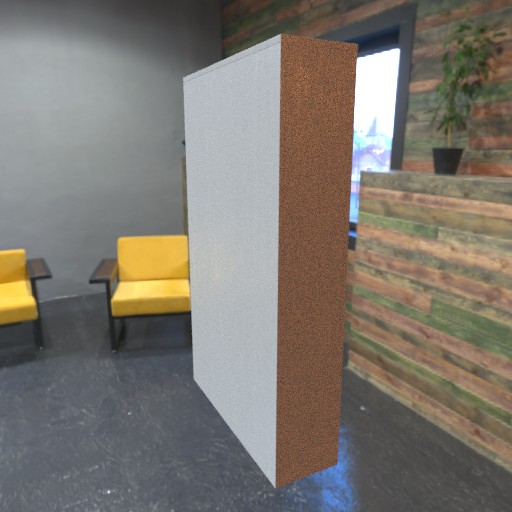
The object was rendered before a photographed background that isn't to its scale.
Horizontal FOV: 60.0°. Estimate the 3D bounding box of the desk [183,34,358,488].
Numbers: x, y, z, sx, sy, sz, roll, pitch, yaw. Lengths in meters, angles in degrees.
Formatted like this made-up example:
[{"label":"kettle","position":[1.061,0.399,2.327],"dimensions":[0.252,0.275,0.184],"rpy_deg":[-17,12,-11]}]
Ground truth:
[{"label":"desk","position":[0.000,0.000,1.590],"dimensions":[0.250,1.280,0.750],"rpy_deg":[-7,15,-26]}]
